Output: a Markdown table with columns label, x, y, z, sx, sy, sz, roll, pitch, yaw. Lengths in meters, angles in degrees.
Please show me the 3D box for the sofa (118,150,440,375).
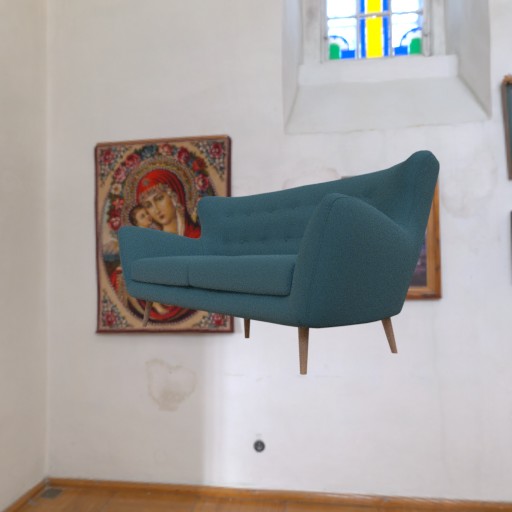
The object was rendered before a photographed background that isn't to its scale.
| label | x | y | z | sx | sy | sz | roll | pitch | yaw |
| --- | --- | --- | --- | --- | --- | --- | --- | --- | --- |
| sofa | 0.000 | 0.000 | 2.435 | 0.889 | 0.890 | 1.930 | 0 | 0 | -38 |
